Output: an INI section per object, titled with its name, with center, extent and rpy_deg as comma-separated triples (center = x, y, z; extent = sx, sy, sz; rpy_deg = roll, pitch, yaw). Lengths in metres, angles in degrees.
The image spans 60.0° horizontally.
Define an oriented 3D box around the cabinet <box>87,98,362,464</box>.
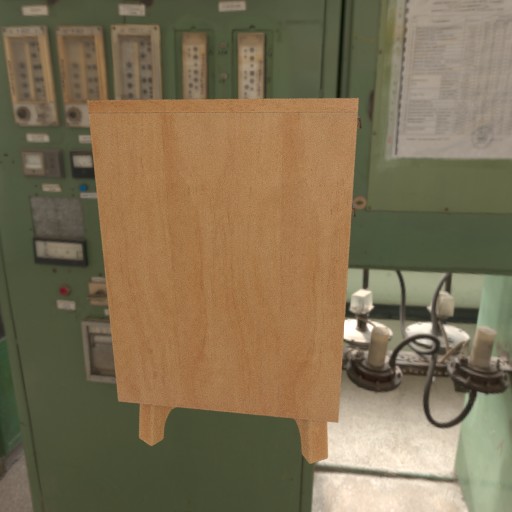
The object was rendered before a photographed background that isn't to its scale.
[cabinet]
center = 0.000, 0.000, 0.937
extent = 0.394, 0.599, 0.551
rpy_deg = 3, 17, 8
